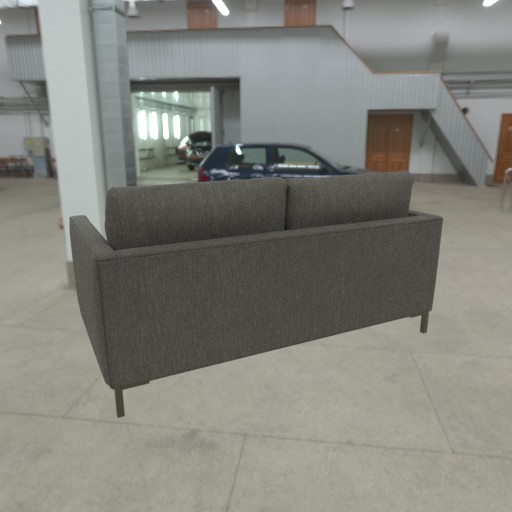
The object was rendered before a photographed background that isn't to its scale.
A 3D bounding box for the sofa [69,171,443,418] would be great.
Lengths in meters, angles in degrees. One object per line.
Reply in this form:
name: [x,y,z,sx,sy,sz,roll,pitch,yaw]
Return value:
sofa: [0.000,0.000,2.250,1.682,0.840,0.875,-8,17,-26]
